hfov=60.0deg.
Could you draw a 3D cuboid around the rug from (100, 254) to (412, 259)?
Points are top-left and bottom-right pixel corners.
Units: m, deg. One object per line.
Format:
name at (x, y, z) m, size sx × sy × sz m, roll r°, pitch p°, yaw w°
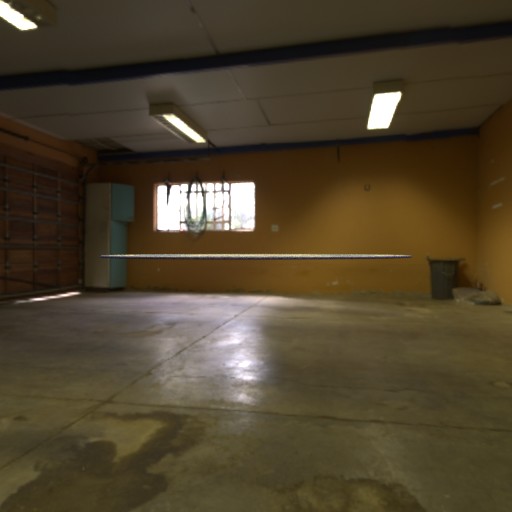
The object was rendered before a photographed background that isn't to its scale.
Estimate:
rug at (0.000, 0.000, 2.396) m, size 1.591 × 0.010 × 1.591 m, roll 0°, pitch 1°, yaw 0°
